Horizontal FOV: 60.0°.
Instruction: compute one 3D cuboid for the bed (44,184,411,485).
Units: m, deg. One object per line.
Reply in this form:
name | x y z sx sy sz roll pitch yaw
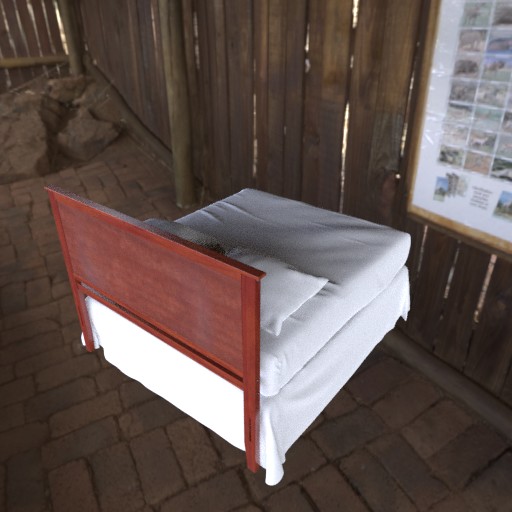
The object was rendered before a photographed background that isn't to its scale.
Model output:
bed | 0.000 0.000 3.221 1.870 1.270 2.050 21 36 33
